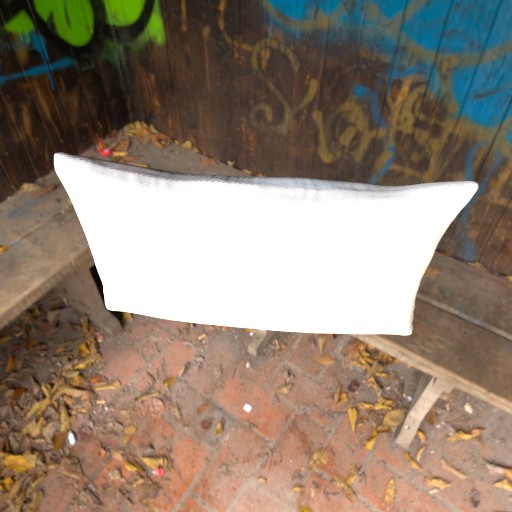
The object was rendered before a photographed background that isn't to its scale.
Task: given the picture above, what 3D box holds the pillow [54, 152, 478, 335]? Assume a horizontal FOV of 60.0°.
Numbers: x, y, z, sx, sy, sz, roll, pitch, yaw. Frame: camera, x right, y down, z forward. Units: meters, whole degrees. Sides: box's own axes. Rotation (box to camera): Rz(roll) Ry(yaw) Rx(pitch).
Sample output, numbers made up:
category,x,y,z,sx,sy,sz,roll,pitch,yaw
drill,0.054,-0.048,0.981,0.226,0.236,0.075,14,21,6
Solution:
category,x,y,z,sx,sy,sz,roll,pitch,yaw
pillow,0.000,0.000,0.624,0.506,0.305,0.139,4,47,4
